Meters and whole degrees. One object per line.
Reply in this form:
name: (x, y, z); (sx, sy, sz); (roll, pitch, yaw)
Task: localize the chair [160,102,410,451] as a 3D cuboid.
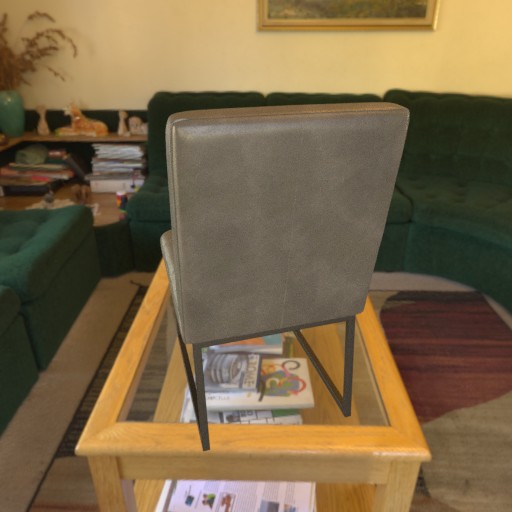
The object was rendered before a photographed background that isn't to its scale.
chair: (0.000, 0.000, 1.327); (0.520, 0.930, 0.634); (-7, 28, -15)
